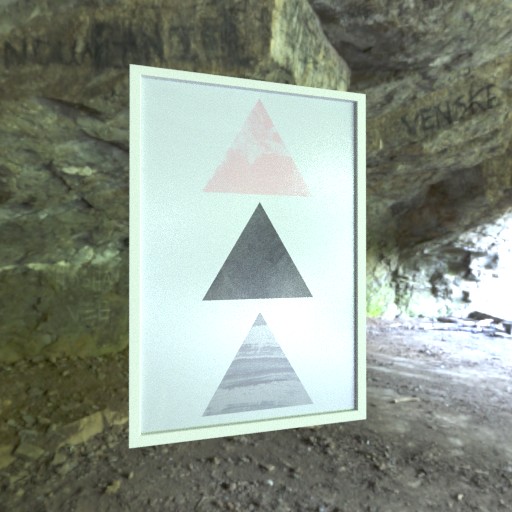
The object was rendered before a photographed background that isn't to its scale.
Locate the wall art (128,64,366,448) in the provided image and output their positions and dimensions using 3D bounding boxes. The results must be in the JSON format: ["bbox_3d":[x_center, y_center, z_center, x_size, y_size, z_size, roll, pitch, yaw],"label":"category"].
[{"bbox_3d":[0.000,0.000,0.551,0.303,0.433,0.013,0,0,-18],"label":"wall art"}]
